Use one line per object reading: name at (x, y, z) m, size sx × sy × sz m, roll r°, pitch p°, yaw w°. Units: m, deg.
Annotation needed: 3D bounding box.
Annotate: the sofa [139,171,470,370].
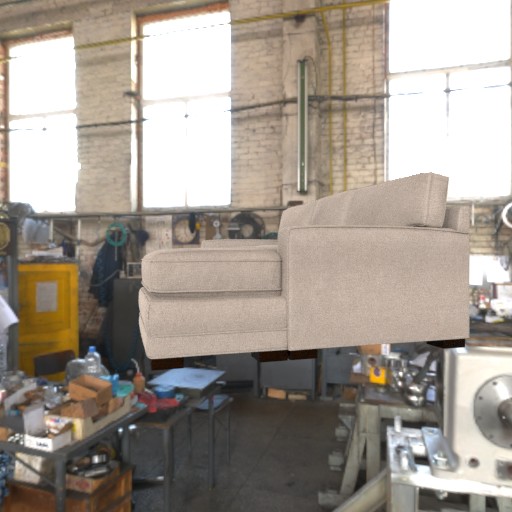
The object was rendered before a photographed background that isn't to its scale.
sofa at (0.000, 0.000, 2.873) m, size 1.496 × 0.861 × 2.087 m, roll 0°, pitch 0°, yaw -17°
